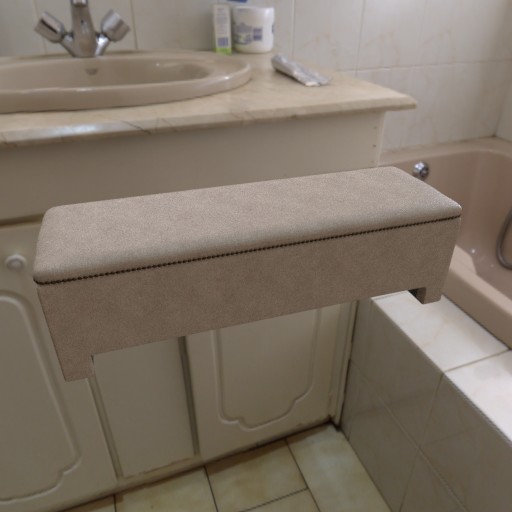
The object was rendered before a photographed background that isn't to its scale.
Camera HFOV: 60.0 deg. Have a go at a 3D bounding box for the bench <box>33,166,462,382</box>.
[{"bbox_3d":[0.000,0.000,1.720,1.482,0.447,0.470,-9,33,-15],"label":"bench"}]
